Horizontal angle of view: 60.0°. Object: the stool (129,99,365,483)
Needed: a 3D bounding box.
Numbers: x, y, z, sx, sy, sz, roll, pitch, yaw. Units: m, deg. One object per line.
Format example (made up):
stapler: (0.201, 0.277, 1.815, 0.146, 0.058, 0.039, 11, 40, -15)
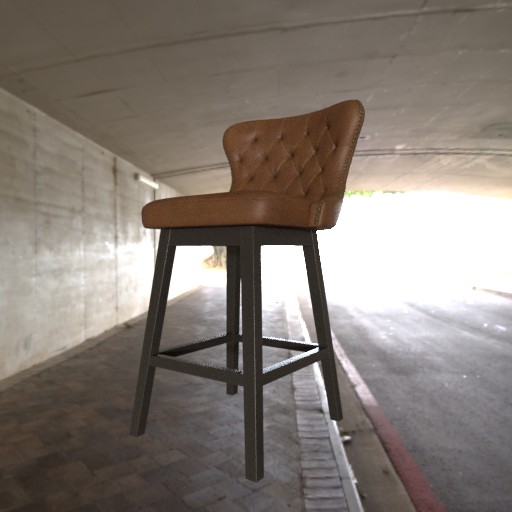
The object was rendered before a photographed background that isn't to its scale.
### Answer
stool: (0.000, 0.000, 1.316, 0.528, 0.971, 0.593, 1, 1, 36)
